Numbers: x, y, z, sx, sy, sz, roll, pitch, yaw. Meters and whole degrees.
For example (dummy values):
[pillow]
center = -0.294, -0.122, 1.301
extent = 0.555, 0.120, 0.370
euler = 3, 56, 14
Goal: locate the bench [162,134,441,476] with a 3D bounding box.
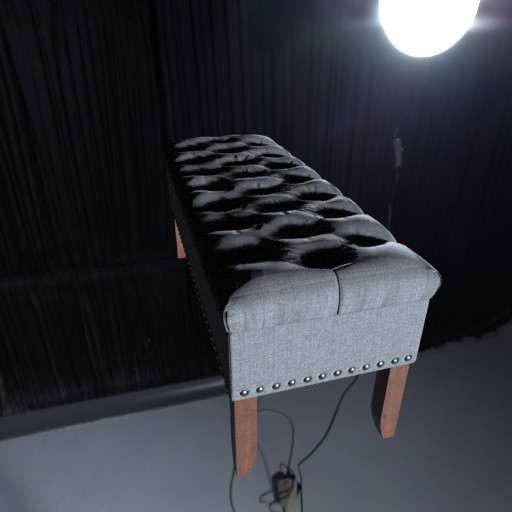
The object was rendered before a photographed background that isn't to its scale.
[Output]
[bench]
center = 0.000, 0.000, 1.292
extent = 0.417, 0.470, 1.052
euler = -8, 30, -14
